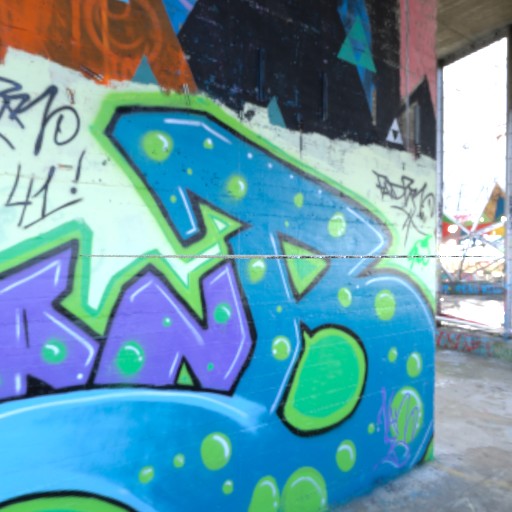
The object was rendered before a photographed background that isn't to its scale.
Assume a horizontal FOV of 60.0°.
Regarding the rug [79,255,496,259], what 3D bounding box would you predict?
[{"bbox_3d":[0.000,0.000,2.252,1.247,0.008,1.802,0,0,-37],"label":"rug"}]
